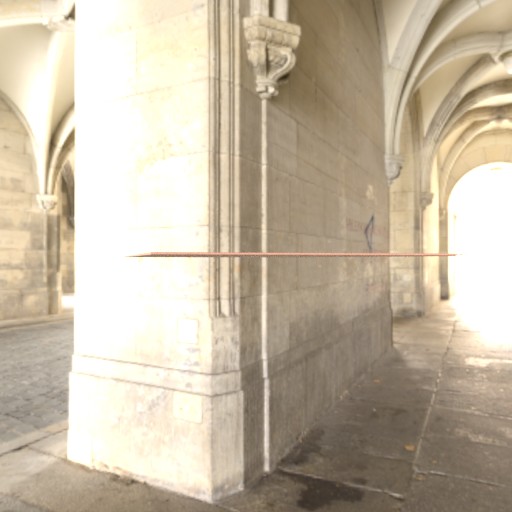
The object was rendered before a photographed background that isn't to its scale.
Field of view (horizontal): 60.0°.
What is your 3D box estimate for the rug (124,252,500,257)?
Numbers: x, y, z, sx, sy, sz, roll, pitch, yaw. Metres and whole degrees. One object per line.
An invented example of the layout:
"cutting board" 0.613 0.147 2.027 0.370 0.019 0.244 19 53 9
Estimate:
"rug" 0.000 0.000 2.252 1.219 0.008 1.829 0 0 -19
